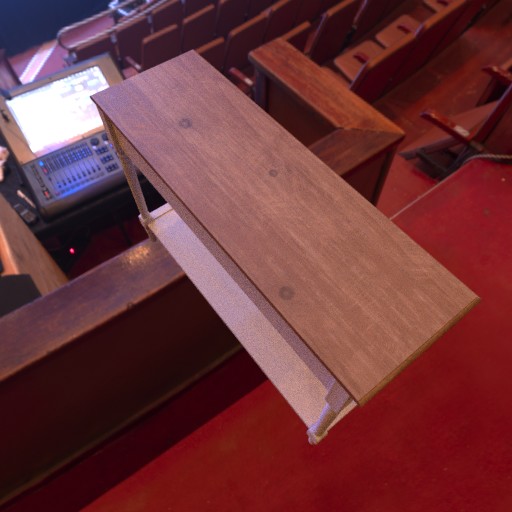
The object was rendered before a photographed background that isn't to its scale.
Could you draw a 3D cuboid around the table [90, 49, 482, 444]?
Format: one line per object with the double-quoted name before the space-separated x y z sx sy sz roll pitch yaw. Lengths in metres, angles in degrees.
"table" 0.000 0.000 1.559 0.399 0.800 1.219 -34 64 -19
